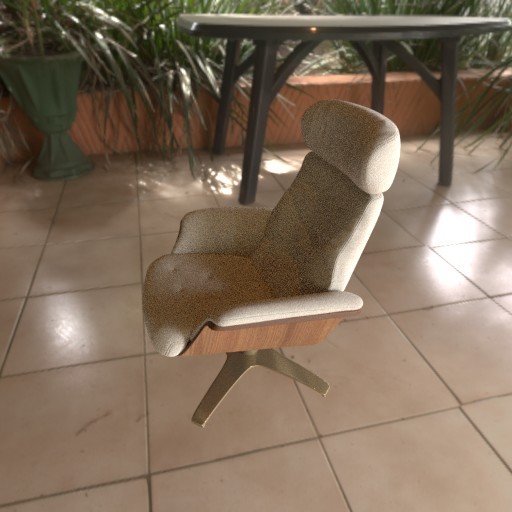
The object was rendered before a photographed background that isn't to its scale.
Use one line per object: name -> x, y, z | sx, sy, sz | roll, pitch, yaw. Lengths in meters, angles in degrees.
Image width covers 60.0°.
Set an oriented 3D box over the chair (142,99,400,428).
chair -> 0.000, 0.000, 1.595 | 0.837, 0.995, 0.785 | -8, 31, -13
